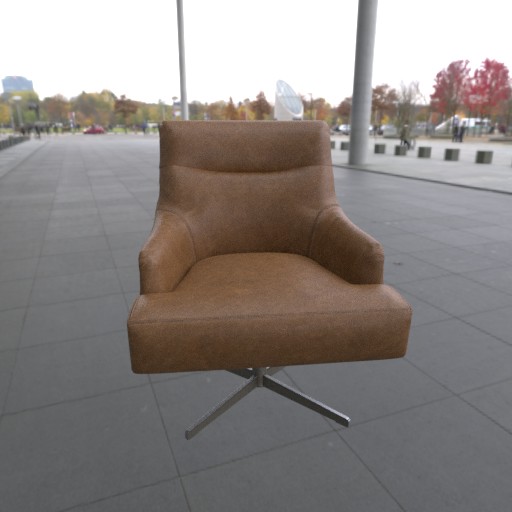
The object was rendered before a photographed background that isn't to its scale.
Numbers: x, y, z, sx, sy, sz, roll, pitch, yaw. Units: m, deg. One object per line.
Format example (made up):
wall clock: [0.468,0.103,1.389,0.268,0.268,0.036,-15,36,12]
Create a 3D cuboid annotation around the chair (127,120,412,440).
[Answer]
chair: [0.000,0.000,1.474,0.729,0.869,0.874,-2,17,-6]
